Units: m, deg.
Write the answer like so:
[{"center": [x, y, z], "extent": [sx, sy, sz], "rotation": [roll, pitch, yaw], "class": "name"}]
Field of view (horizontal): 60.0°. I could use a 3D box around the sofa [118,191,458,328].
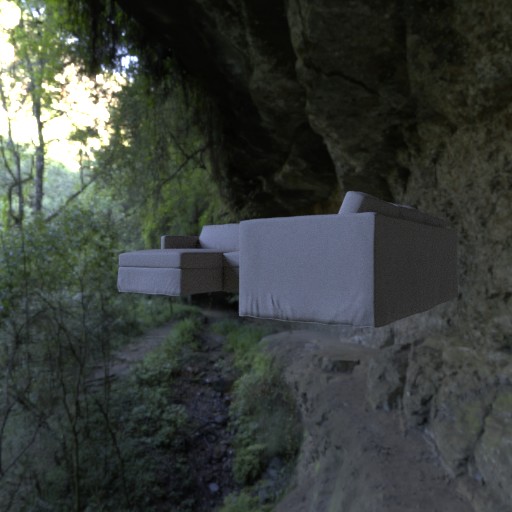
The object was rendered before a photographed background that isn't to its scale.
[{"center": [0.000, 0.000, 4.625], "extent": [3.528, 0.878, 2.476], "rotation": [0, 0, 35], "class": "sofa"}]
